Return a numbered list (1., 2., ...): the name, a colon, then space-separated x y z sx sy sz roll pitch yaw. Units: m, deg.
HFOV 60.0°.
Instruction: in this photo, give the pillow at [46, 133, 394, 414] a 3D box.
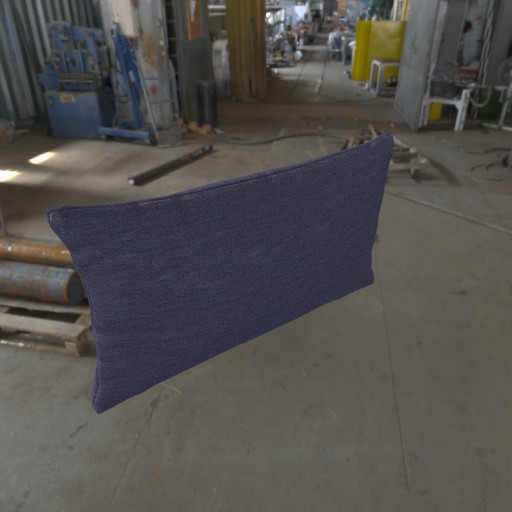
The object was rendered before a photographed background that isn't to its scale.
1. pillow: 0.000 0.000 0.772 0.633 0.338 0.210 -20 35 -31
